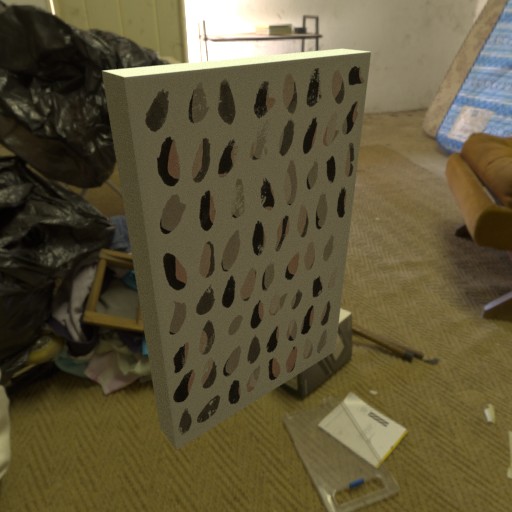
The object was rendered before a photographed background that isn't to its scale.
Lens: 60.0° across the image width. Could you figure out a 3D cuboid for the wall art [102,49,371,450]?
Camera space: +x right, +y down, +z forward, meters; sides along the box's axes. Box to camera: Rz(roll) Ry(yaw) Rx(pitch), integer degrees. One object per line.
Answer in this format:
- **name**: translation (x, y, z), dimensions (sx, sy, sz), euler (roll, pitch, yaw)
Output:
- **wall art**: translation (0.000, 0.000, 0.468), dimensions (0.252, 0.381, 0.039), euler (-22, 37, -32)
